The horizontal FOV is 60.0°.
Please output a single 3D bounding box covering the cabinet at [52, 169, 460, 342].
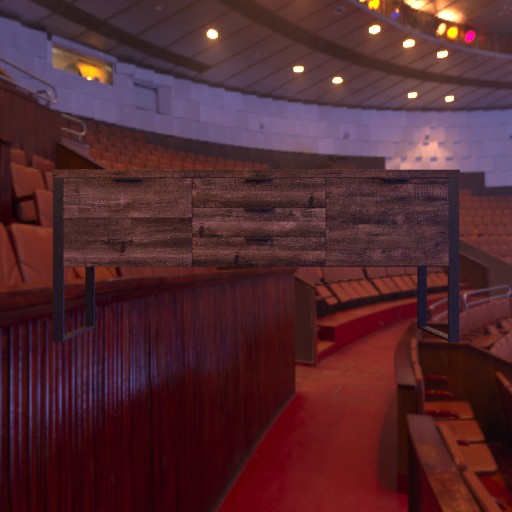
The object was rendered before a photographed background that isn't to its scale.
[{"bbox_3d":[0.000,0.000,2.139,1.800,0.762,0.395,0,0,0],"label":"cabinet"}]
